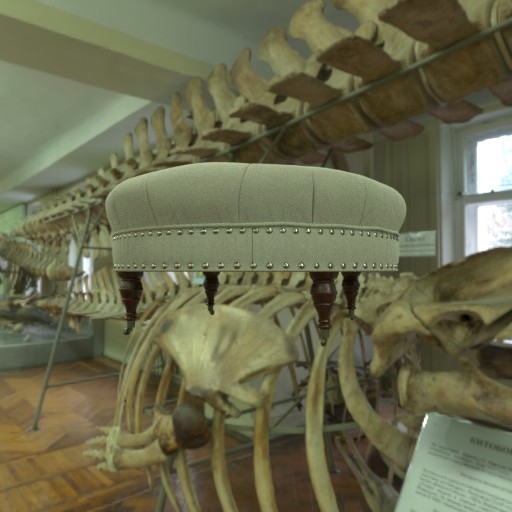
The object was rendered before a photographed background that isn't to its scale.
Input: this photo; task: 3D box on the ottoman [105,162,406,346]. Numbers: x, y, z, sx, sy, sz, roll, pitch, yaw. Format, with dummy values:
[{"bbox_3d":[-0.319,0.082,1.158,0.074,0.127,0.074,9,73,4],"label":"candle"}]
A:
[{"bbox_3d":[0.000,0.000,1.384,0.901,0.439,0.901,0,-2,0],"label":"ottoman"}]
